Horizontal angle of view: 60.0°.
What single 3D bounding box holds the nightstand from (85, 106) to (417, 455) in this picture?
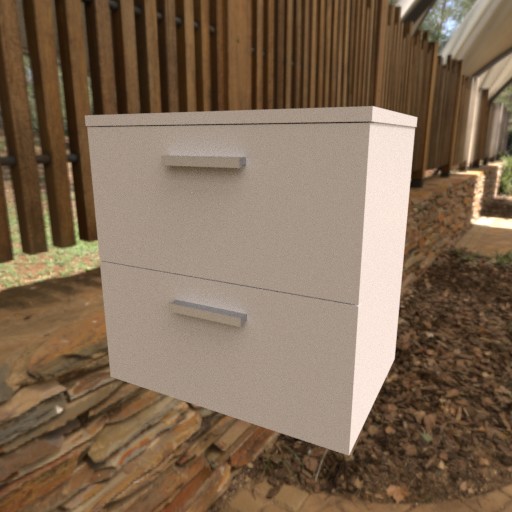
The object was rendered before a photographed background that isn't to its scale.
[{"bbox_3d":[0.000,0.000,0.765,0.441,0.460,0.325,8,17,27],"label":"nightstand"}]
